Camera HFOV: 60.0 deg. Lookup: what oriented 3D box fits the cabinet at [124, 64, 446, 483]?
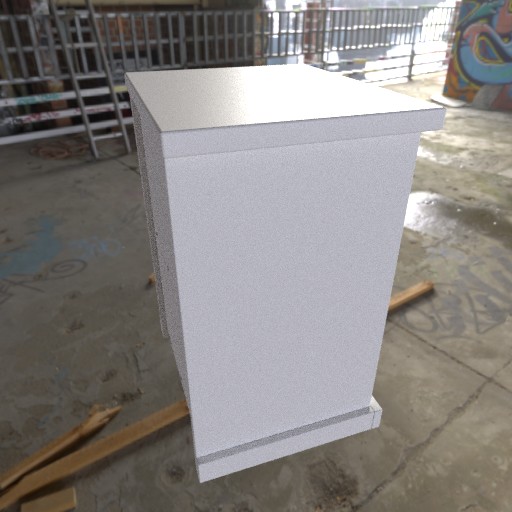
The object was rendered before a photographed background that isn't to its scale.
[{"bbox_3d":[0.000,0.000,1.000,0.431,0.723,0.520,-10,32,-16],"label":"cabinet"}]
